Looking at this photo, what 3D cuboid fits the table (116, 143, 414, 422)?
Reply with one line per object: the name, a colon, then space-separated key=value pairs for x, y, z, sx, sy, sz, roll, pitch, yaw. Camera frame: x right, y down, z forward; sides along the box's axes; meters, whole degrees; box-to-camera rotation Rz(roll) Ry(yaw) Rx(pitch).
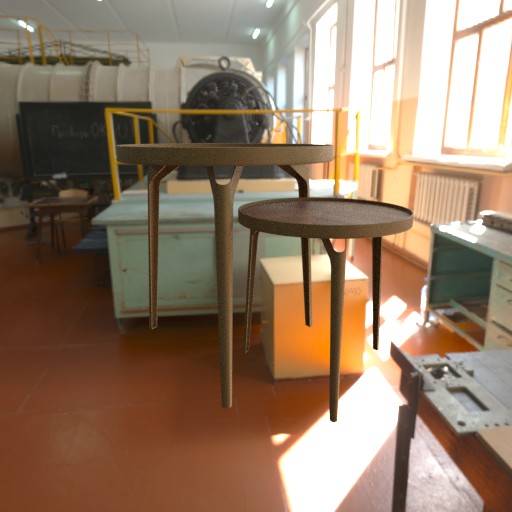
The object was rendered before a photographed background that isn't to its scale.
table: x=0.000 y=0.000 z=1.144 sx=0.751 sy=0.555 sz=0.532 roll=8 pitch=17 yaw=27
